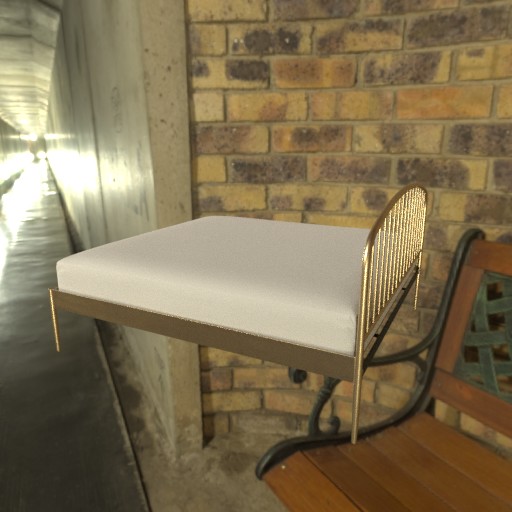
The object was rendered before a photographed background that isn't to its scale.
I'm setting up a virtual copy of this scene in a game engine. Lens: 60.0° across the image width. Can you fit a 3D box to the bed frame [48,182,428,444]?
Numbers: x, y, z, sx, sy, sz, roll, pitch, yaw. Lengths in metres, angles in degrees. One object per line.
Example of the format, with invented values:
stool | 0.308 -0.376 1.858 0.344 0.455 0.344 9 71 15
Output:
bed frame | 0.000 0.000 3.363 2.152 1.174 2.016 8 17 26
